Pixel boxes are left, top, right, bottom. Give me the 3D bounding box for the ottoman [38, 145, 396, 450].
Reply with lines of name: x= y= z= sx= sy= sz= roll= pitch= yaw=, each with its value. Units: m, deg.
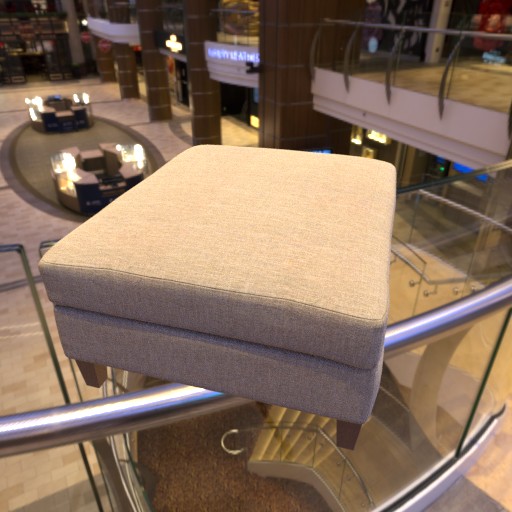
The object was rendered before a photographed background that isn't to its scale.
ottoman: x=0.000 y=0.000 z=1.441 sx=0.836 sy=0.492 sz=0.976 roll=8 pitch=32 yaw=14
